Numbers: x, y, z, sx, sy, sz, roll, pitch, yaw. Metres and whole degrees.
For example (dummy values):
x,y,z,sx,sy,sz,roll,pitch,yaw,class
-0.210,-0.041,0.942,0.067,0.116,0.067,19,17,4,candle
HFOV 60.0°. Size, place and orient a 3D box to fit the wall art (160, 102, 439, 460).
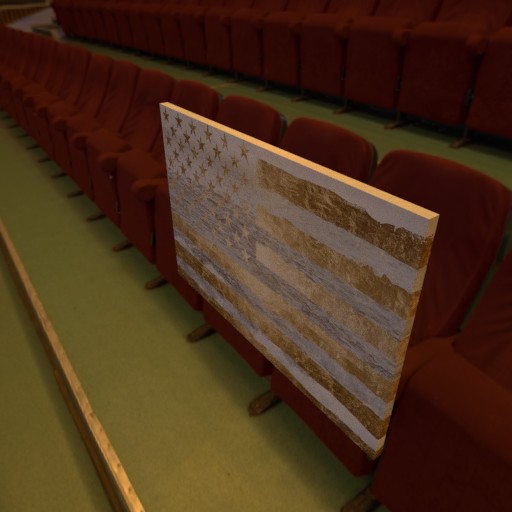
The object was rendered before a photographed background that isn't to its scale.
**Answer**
x,y,z,sx,sy,sz,roll,pitch,yaw,class
0.000,0.000,1.165,0.027,0.610,0.932,-21,38,-30,wall art
